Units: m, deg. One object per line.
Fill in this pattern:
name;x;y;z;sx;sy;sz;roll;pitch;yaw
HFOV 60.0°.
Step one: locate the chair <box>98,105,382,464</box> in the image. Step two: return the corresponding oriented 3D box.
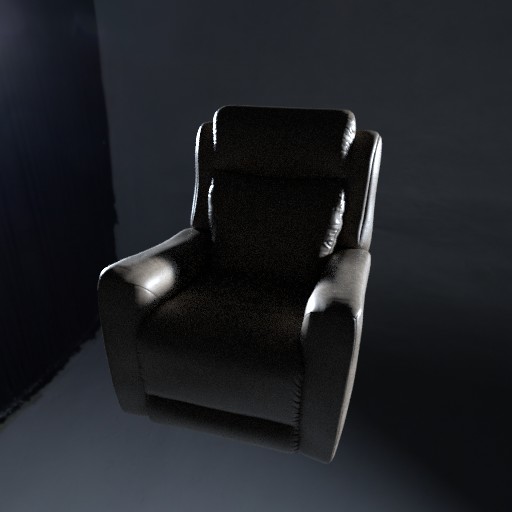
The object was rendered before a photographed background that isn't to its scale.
chair;0.000;0.000;1.904;0.967;1.116;1.068;8;27;15
